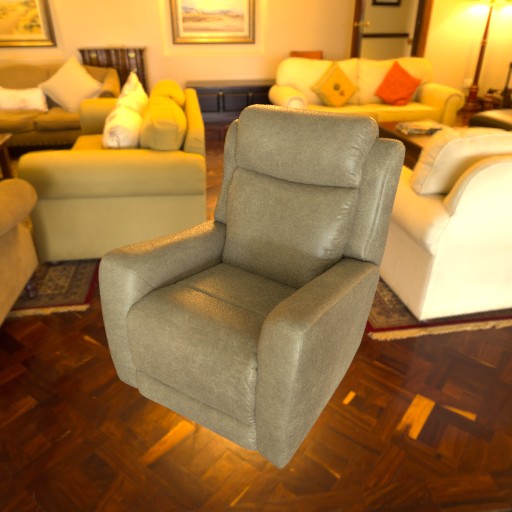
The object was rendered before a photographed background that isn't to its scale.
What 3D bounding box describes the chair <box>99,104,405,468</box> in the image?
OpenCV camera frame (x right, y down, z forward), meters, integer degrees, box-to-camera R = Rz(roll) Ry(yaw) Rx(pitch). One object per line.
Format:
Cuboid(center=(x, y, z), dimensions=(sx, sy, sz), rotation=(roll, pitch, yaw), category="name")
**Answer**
Cuboid(center=(0.000, 0.000, 1.951), dimensions=(0.967, 1.116, 1.068), rotation=(17, 33, 28), category="chair")
